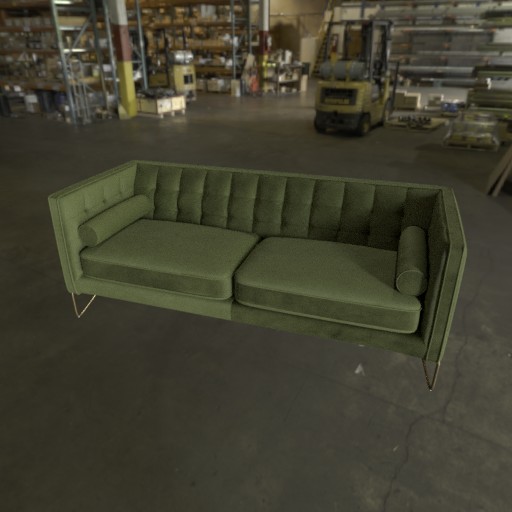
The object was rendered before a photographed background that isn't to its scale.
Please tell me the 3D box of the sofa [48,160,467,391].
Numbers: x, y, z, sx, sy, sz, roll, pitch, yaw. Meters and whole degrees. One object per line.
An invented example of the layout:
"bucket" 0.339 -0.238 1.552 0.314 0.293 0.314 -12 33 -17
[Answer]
"sofa" 0.000 0.000 2.575 2.087 0.789 0.867 8 27 16
